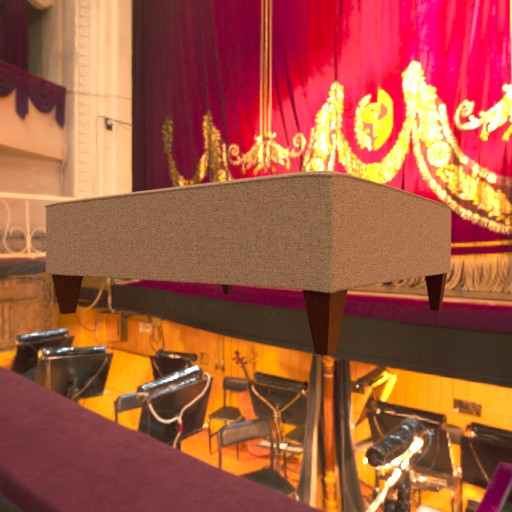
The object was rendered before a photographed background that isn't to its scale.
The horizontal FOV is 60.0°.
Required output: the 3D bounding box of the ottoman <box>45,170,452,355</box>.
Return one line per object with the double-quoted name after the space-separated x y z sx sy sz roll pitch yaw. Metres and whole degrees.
0.000 0.000 1.205 0.835 0.303 0.736 0 1 37 "ottoman"
